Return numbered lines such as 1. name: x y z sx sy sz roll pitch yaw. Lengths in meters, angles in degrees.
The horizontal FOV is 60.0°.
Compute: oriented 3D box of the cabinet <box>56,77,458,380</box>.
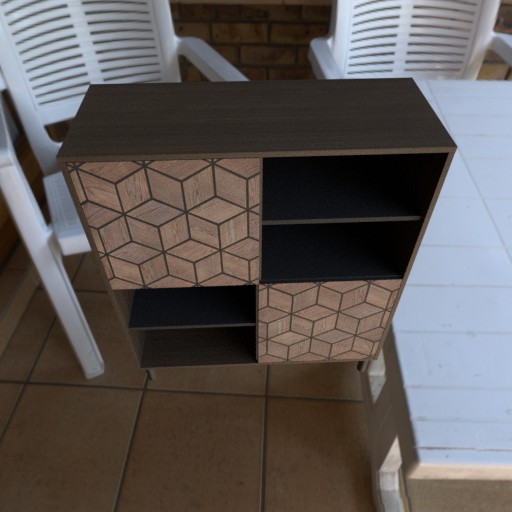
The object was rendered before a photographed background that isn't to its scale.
1. cabinet: 0.000 0.000 1.672 1.010 1.170 0.400 -2 46 -2
